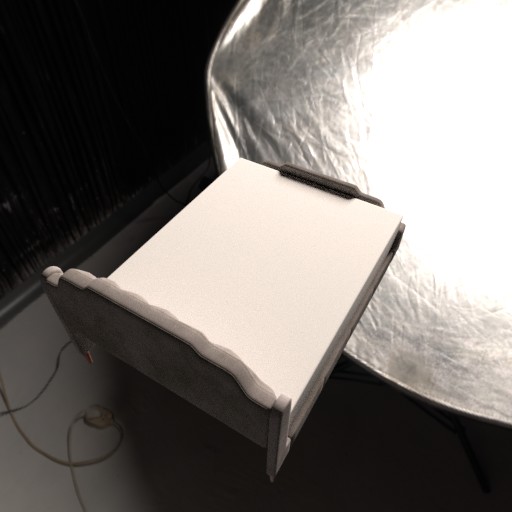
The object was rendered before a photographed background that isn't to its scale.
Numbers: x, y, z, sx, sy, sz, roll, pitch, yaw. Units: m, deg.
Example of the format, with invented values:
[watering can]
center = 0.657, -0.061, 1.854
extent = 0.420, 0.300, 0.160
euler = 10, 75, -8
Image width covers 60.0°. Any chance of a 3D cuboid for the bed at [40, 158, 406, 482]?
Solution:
[bed]
center = 0.000, 0.000, 3.345
extent = 1.676, 1.245, 2.340
euler = 24, 51, 21
